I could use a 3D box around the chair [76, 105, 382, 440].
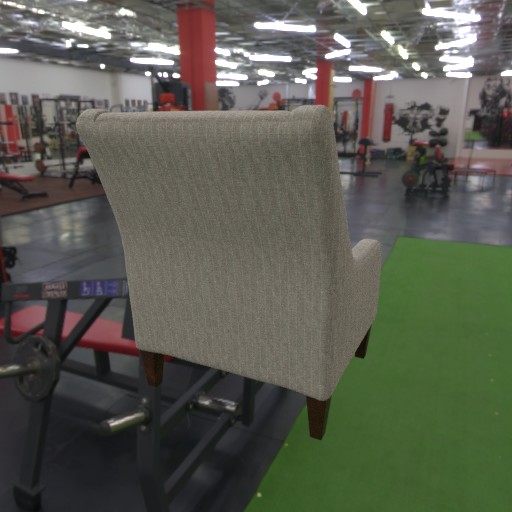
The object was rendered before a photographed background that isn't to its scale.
[{"bbox_3d":[0.000,0.000,1.622,0.774,1.014,0.870,8,19,25],"label":"chair"}]
